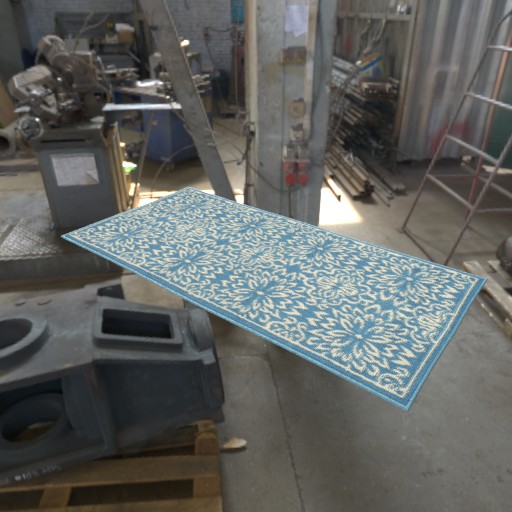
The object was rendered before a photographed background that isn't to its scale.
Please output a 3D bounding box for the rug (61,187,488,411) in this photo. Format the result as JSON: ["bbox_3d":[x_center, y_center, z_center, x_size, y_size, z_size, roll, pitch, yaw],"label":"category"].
[{"bbox_3d":[0.000,0.000,1.393,1.219,0.007,0.604,21,36,32],"label":"rug"}]
